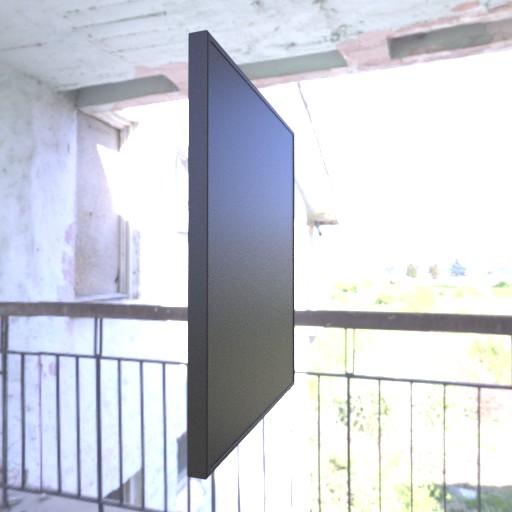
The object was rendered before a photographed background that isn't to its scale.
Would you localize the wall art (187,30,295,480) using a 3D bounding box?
[{"bbox_3d":[0.000,0.000,0.760,0.028,0.551,0.451,0,-1,19],"label":"wall art"}]
